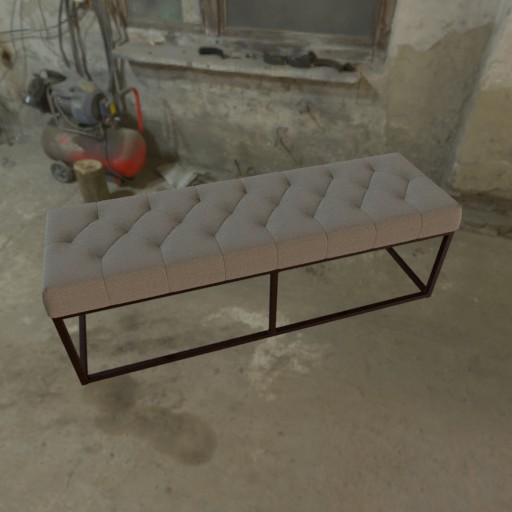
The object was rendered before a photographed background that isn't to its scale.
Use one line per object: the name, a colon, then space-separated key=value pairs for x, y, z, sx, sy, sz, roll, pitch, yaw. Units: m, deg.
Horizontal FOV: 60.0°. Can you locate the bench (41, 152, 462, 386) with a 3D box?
bench: x=0.000 y=0.000 z=1.771 sx=1.488 sy=0.488 sz=0.479 roll=-12 pitch=42 yaw=-13
